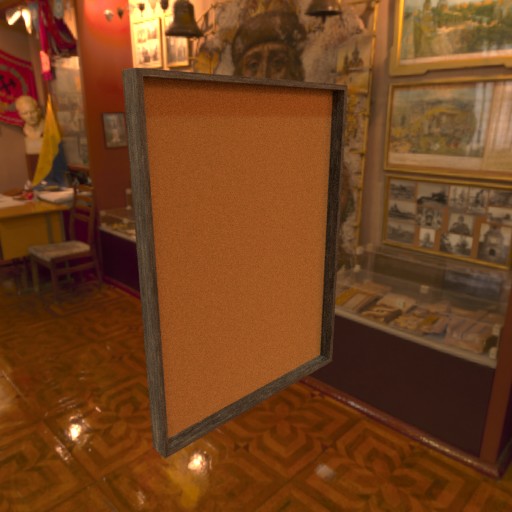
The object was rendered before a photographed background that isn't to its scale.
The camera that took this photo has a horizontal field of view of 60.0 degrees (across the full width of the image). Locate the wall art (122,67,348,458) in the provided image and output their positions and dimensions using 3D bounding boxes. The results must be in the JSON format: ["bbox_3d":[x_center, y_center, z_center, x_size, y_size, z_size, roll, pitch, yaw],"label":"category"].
[{"bbox_3d":[0.000,0.000,1.365,0.762,1.016,0.063,-16,23,-41],"label":"wall art"}]
